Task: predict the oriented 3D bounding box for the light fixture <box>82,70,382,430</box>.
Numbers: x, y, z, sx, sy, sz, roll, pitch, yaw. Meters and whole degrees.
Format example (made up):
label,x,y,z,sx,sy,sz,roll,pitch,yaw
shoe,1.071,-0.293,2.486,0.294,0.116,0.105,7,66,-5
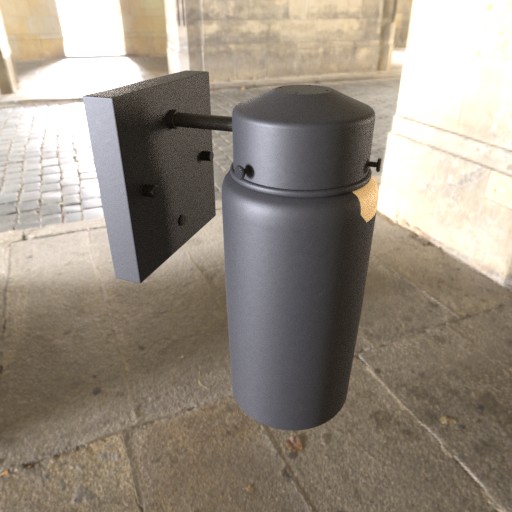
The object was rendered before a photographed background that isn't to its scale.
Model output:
label,x,y,z,sx,sy,sz,roll,pitch,yaw
light fixture,0.000,0.000,0.356,0.176,0.257,0.130,10,31,18
